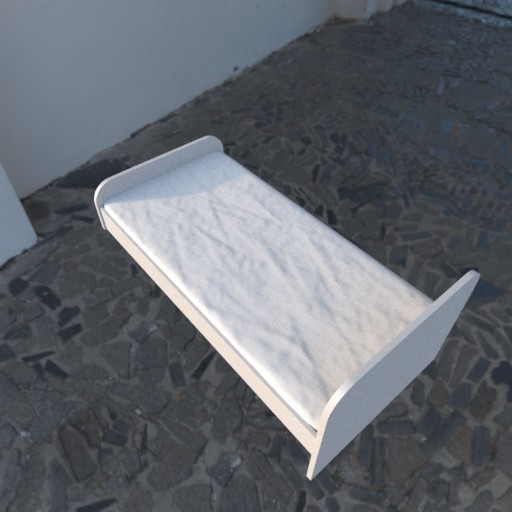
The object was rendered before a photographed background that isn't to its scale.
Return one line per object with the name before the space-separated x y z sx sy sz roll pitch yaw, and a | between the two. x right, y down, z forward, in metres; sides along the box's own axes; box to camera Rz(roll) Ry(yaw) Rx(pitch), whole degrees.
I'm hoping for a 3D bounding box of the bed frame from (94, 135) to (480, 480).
bed frame | 0.000 0.000 2.523 0.998 0.805 1.963 -32 54 -27
